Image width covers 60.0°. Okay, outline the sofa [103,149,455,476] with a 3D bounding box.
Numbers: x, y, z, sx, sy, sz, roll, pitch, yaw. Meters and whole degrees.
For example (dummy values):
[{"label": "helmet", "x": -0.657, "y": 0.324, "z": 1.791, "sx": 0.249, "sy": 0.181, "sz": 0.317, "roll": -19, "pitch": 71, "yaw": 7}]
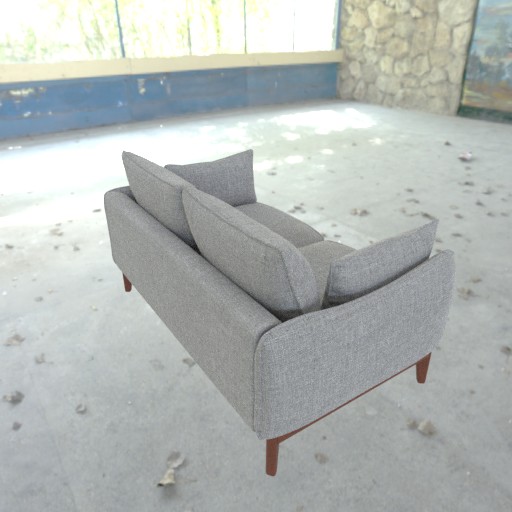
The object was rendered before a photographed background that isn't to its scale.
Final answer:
[{"label": "sofa", "x": 0.000, "y": 0.000, "z": 2.114, "sx": 0.972, "sy": 0.851, "sz": 1.580, "roll": -17, "pitch": 32, "yaw": -30}]
